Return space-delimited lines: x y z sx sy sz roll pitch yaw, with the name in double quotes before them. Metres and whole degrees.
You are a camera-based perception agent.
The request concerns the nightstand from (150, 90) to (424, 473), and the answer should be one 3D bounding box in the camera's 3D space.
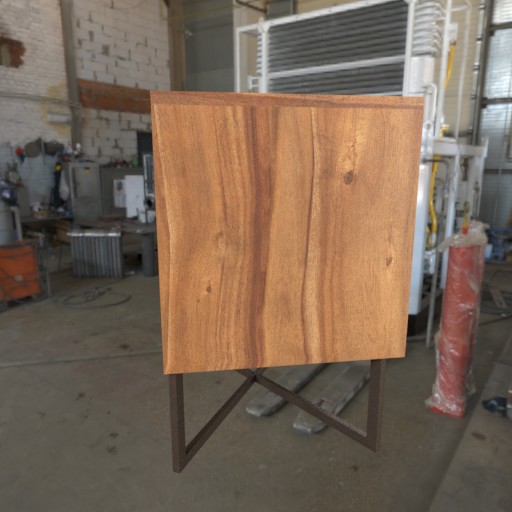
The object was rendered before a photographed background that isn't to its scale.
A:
"nightstand" 0.000 0.000 1.006 0.427 0.615 0.613 -2 12 -9
